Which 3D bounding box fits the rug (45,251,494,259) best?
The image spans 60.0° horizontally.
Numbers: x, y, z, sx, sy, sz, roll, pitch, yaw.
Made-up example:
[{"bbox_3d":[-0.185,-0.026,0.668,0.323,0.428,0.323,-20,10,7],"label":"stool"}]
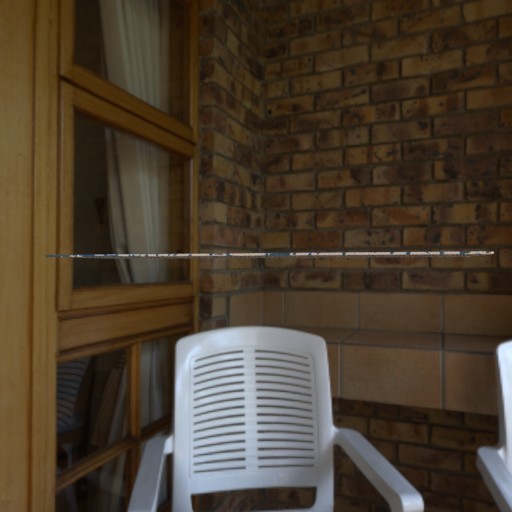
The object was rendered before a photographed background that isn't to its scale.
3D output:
[{"bbox_3d":[0.000,0.000,2.678,2.435,0.011,0.750,0,-1,17],"label":"rug"}]
